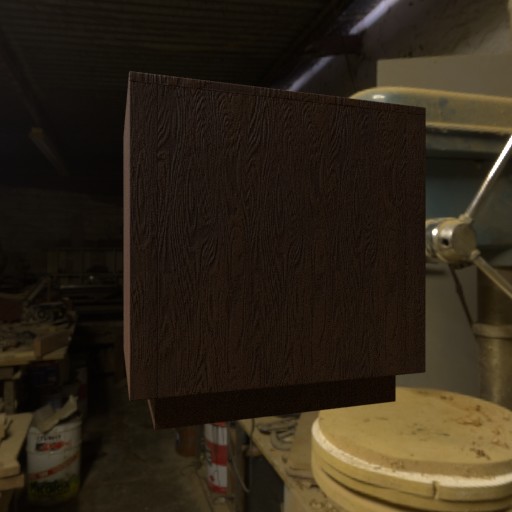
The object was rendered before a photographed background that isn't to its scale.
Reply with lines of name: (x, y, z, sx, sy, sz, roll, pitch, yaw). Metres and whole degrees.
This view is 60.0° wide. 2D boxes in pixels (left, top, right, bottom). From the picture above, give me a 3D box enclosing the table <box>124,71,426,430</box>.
table: (0.000, 0.000, 0.993, 0.560, 0.585, 0.439, 0, 0, -18)
